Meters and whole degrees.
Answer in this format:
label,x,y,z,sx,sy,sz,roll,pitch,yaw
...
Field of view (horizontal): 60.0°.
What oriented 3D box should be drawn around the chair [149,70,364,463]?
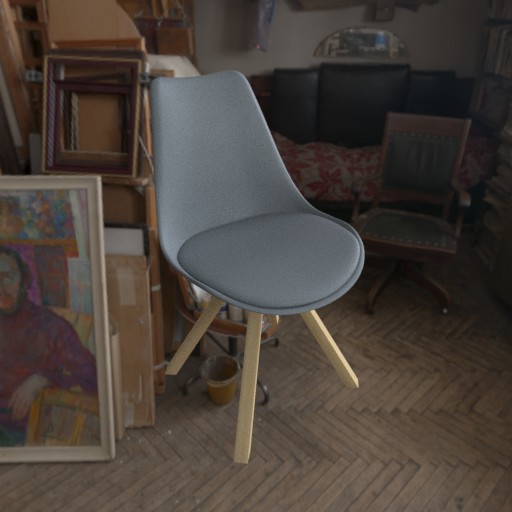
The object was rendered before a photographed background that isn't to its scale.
label,x,y,z,sx,sy,sz,roll,pitch,yaw
chair,0.000,0.000,1.178,0.485,0.850,0.549,-21,36,-32
